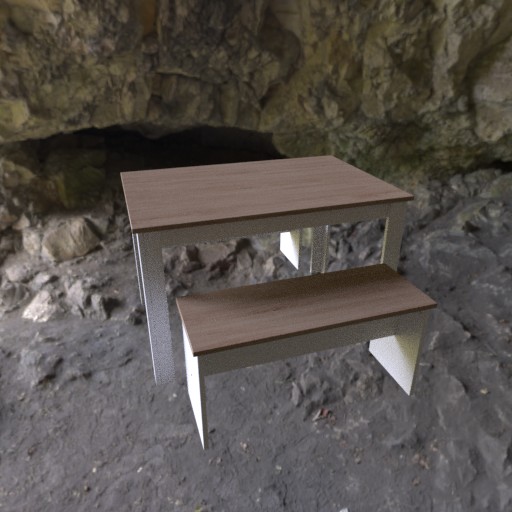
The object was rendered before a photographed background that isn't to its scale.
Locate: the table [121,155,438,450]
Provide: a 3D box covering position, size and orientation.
[{"bbox_3d":[0.000,0.000,2.080,1.100,0.700,1.443,-8,27,-16],"label":"table"}]
